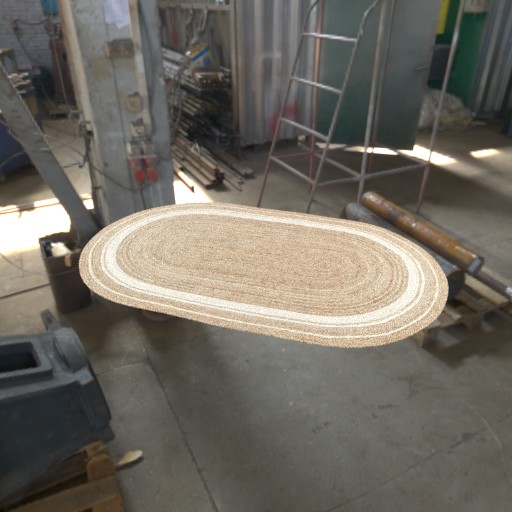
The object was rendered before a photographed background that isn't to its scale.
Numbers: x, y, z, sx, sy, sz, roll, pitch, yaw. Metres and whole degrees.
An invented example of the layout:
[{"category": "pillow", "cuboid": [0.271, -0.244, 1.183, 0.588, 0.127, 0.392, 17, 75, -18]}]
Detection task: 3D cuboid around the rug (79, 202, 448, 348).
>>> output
[{"category": "rug", "cuboid": [0.000, 0.000, 2.989, 2.432, 0.006, 1.520, 9, 32, 15]}]
